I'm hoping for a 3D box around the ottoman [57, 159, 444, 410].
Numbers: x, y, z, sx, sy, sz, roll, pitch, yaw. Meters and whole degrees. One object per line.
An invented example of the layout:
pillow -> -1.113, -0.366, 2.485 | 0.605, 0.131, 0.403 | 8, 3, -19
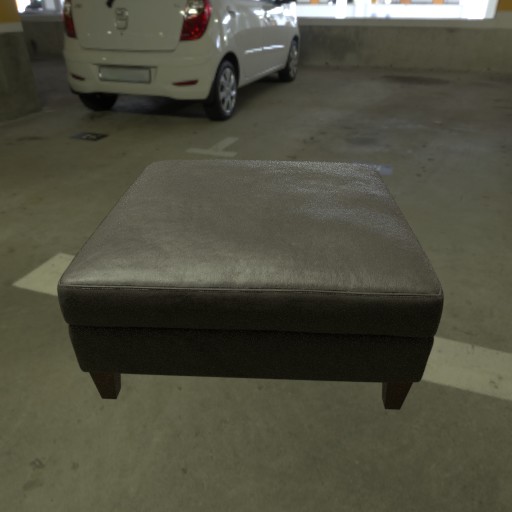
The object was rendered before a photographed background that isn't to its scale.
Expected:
ottoman -> 0.000, 0.000, 1.332 | 0.836, 0.415, 0.844 | 1, 30, 2
